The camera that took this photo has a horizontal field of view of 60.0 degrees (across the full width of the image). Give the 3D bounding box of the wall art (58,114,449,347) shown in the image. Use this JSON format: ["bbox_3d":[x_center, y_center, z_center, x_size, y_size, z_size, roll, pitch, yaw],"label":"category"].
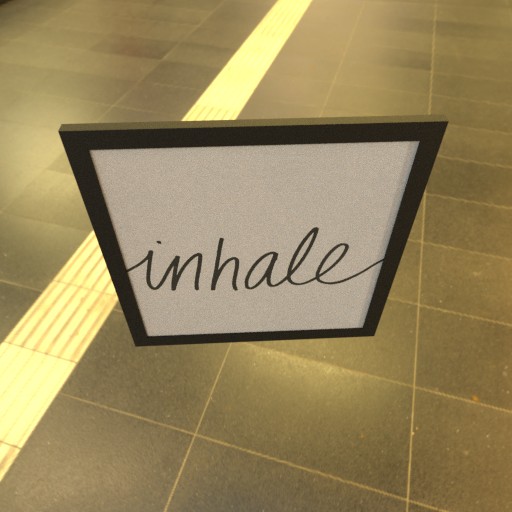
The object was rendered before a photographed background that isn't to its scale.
[{"bbox_3d":[0.000,0.000,0.536,0.356,0.356,0.013,-2,46,-2],"label":"wall art"}]
